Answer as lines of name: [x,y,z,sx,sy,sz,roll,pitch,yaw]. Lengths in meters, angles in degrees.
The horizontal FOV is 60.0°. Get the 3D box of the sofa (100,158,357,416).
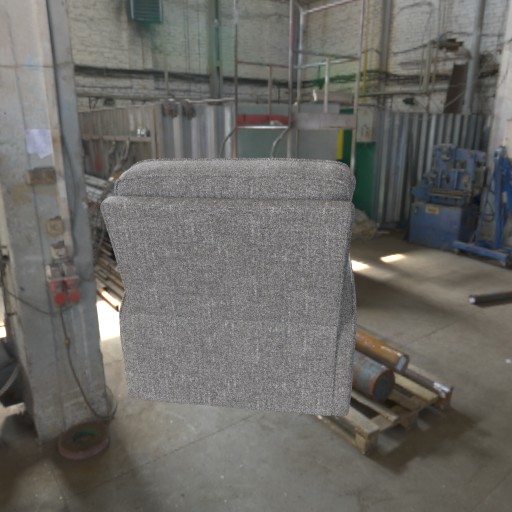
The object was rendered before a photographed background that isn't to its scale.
sofa: [0.000,0.000,2.066,0.861,0.959,1.472,2,16,8]
